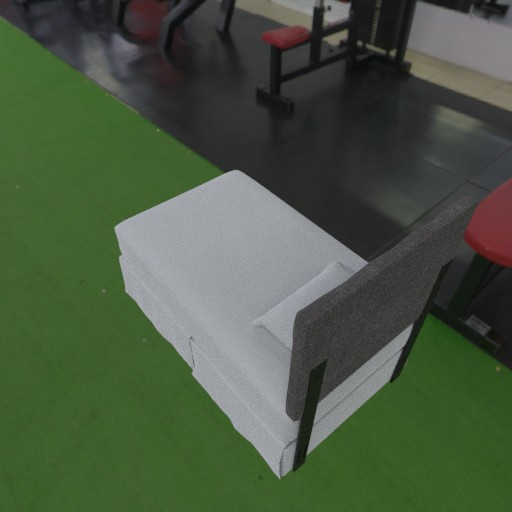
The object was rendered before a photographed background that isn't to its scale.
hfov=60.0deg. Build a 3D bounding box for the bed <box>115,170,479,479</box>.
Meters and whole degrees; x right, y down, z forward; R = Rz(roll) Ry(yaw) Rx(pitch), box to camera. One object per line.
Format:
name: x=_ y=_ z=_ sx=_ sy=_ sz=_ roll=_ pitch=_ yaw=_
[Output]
bed: x=0.000 y=0.000 z=2.925 sx=1.261 sy=1.571 sz=1.997 roll=-30 pitch=53 yaw=-26
